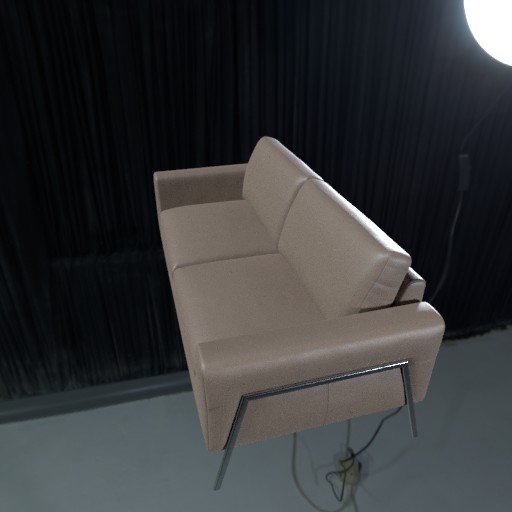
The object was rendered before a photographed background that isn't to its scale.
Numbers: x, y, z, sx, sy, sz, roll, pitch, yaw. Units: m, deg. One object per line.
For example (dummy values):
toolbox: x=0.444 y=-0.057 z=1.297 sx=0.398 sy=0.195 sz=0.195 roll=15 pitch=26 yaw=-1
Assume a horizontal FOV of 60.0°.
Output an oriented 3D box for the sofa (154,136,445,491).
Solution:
sofa: x=0.000 y=0.000 z=2.480 sx=0.953 sy=0.875 sz=2.017 roll=-8 pitch=31 yaw=-14
